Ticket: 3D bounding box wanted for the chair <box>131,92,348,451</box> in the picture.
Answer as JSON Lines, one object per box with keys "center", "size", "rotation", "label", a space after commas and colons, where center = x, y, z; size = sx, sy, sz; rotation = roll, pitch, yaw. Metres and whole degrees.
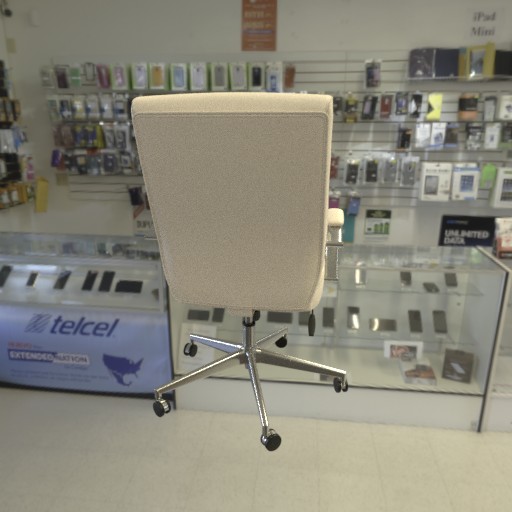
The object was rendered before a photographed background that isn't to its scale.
{"center": [0.000, 0.000, 1.632], "size": [0.727, 1.099, 0.745], "rotation": [3, 17, 9], "label": "chair"}
